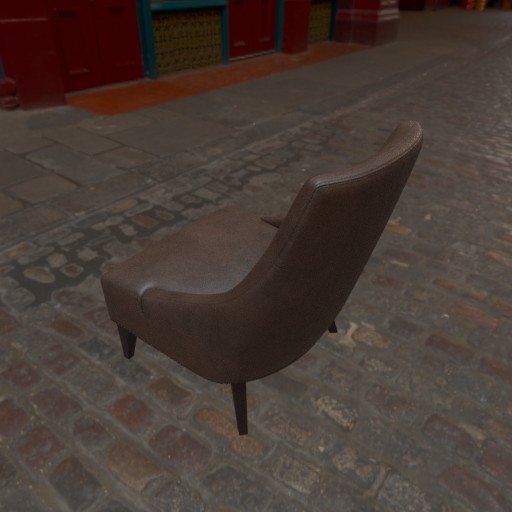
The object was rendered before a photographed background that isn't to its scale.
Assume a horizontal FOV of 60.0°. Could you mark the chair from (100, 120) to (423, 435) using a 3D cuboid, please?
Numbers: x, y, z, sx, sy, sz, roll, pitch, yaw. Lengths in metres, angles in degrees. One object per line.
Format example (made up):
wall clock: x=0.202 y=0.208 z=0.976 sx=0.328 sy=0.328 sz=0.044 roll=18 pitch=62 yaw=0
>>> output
chair: x=0.000 y=0.000 z=1.472 sx=0.861 sy=0.909 sz=0.701 roll=23 pitch=39 yaw=31
